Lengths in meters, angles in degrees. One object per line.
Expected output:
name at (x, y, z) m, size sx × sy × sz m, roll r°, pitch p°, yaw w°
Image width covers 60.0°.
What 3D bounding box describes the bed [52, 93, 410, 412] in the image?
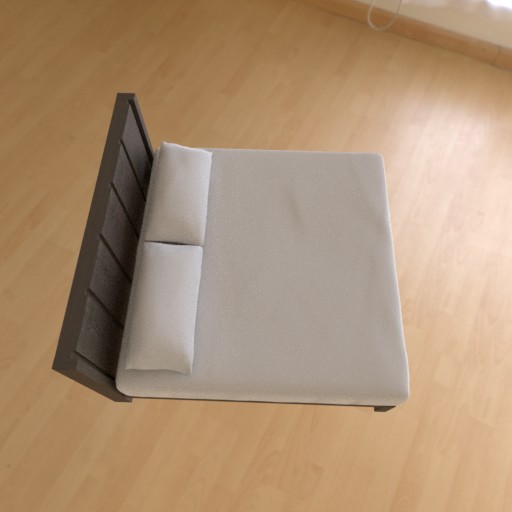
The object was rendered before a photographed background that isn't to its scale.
bed at (0.000, 0.000, 3.523) m, size 2.238 × 1.261 × 2.143 m, roll 2°, pitch 64°, yaw 1°
